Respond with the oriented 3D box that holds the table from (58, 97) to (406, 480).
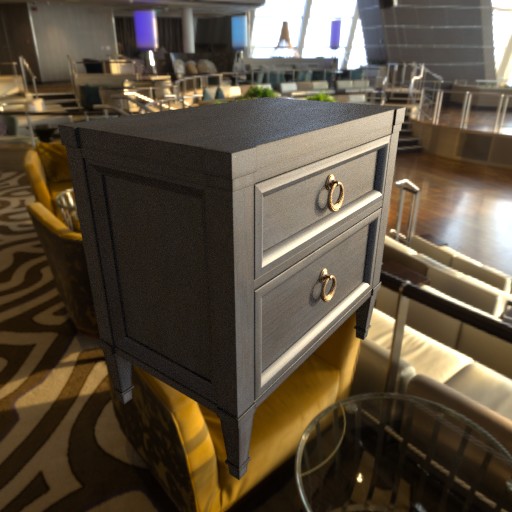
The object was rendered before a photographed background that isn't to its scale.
[{"bbox_3d":[0.000,0.000,1.078,0.413,0.660,0.660,18,30,33],"label":"table"}]
